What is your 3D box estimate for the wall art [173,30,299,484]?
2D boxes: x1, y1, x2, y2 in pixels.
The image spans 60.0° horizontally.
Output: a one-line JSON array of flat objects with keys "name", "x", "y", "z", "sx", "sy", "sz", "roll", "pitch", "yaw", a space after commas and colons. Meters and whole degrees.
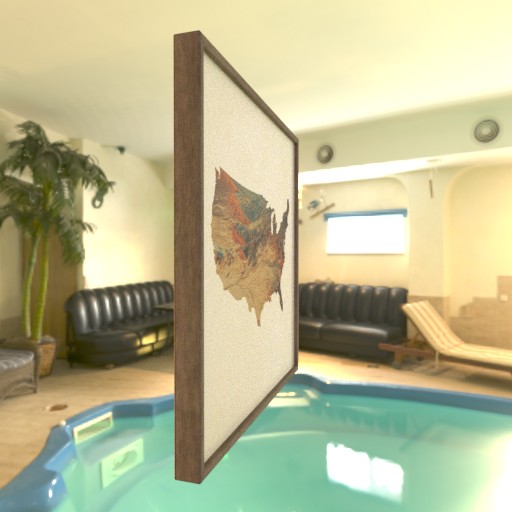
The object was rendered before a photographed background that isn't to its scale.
[{"name": "wall art", "x": 0.000, "y": 0.000, "z": 1.094, "sx": 0.050, "sy": 0.751, "sz": 0.749, "roll": 0, "pitch": 1, "yaw": 18}]
